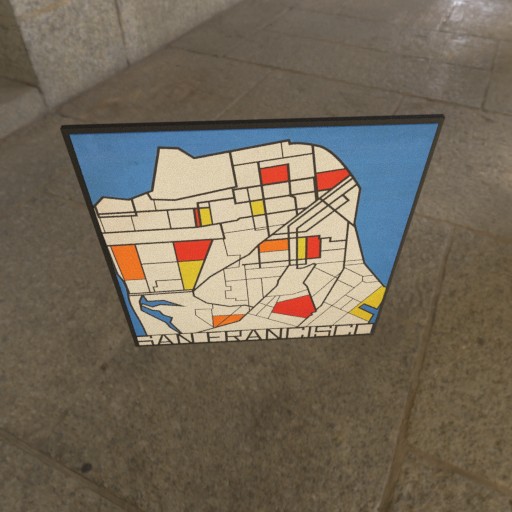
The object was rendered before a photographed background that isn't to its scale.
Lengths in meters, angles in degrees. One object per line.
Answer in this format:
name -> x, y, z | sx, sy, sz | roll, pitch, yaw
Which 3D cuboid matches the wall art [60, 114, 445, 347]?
wall art -> 0.000, 0.000, 1.002 | 0.664, 0.663, 0.015 | -2, 45, -2
